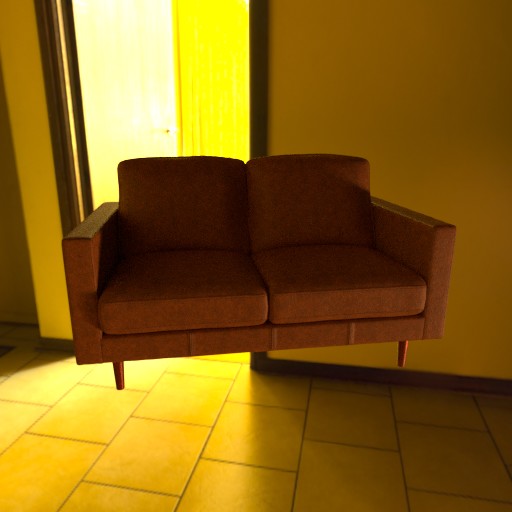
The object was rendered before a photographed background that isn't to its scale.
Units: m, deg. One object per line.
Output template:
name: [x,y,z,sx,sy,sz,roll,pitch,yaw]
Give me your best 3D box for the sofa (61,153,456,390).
sofa: [0.000,0.000,2.184,1.578,0.951,0.909,-2,16,-8]
